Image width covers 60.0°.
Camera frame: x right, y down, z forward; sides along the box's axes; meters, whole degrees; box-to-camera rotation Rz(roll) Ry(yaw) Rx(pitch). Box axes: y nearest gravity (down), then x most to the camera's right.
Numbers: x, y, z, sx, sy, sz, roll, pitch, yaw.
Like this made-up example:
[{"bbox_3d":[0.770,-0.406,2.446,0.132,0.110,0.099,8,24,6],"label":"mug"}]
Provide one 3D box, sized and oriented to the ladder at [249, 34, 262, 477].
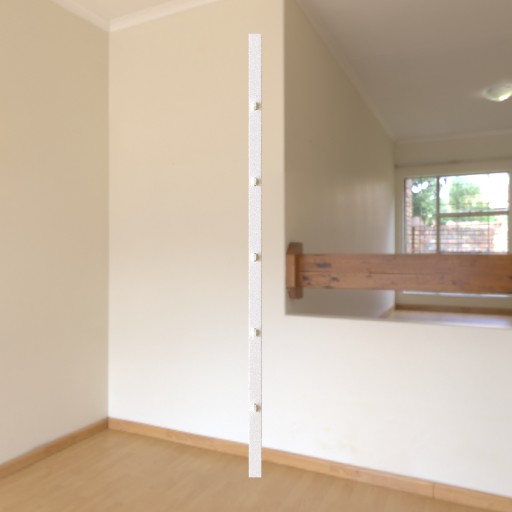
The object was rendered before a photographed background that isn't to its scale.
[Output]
[{"bbox_3d":[0.000,0.000,1.996,0.051,1.797,0.452,0,0,1],"label":"ladder"}]
